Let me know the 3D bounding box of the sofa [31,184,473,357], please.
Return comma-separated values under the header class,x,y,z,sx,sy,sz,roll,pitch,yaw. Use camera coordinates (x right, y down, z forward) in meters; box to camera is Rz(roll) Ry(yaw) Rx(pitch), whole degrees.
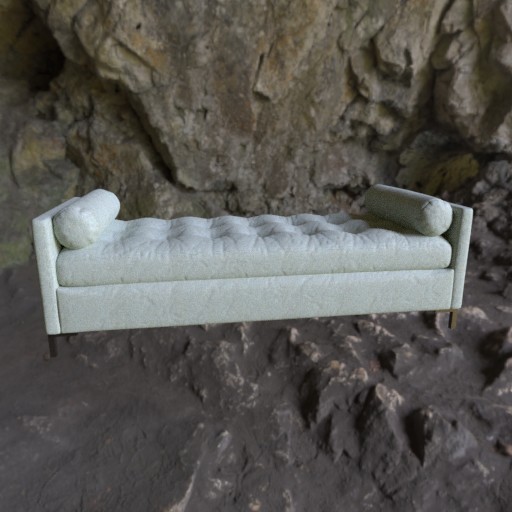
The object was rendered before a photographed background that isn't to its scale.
class,x,y,z,sx,sy,sz,roll,pitch,yaw
sofa,0.000,0.000,2.486,2.102,0.705,0.796,-2,15,-9
